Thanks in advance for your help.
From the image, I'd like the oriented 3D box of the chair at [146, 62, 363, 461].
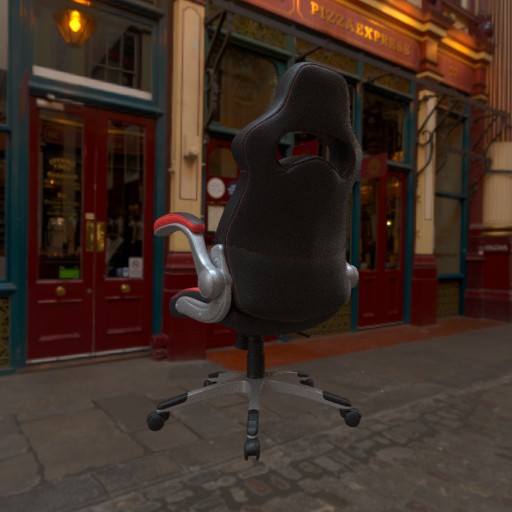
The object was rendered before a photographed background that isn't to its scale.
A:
[{"bbox_3d":[0.000,0.000,1.613,0.758,1.165,0.712,0,0,-36],"label":"chair"}]
